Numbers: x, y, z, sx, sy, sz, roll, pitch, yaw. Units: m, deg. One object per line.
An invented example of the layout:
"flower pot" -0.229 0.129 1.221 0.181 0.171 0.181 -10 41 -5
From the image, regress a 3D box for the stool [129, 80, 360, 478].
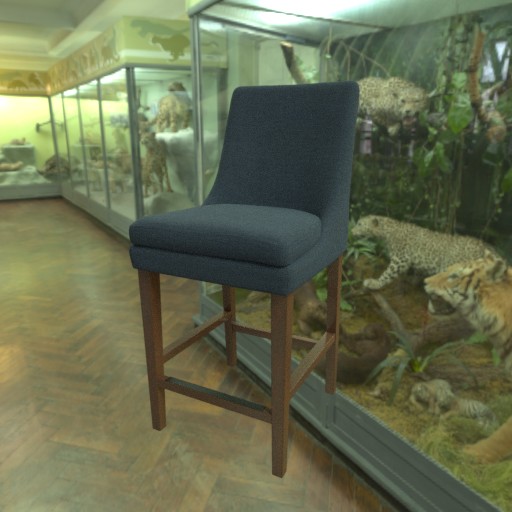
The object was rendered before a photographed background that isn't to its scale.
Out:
"stool" 0.000 0.000 1.292 0.470 0.981 0.577 8 18 27
